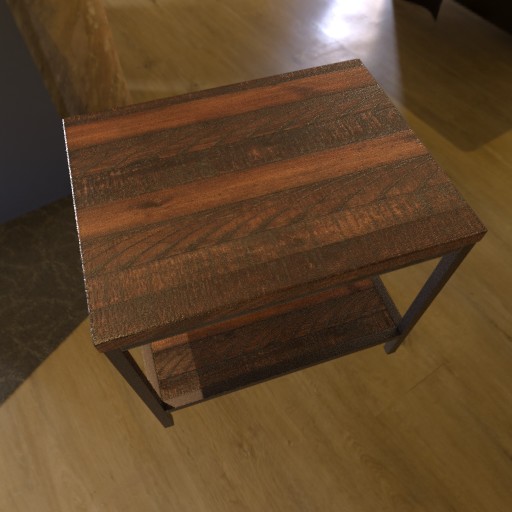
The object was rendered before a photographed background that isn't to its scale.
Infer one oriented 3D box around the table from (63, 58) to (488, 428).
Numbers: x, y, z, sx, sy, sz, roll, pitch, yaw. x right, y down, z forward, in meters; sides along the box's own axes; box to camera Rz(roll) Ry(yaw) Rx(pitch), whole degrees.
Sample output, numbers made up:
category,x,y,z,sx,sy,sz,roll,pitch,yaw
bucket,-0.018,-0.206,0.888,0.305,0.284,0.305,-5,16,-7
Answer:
category,x,y,z,sx,sy,sz,roll,pitch,yaw
table,0.000,0.000,1.104,0.678,0.612,0.524,-15,59,-10
